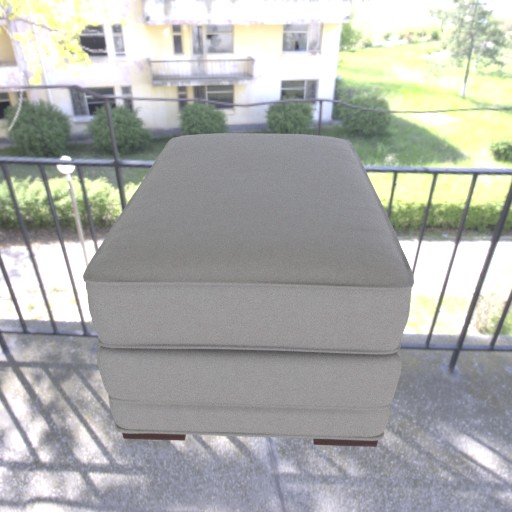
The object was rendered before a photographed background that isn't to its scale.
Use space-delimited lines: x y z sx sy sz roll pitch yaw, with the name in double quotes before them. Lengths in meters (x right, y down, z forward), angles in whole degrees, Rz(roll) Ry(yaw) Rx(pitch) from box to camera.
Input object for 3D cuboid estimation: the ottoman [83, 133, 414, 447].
"ottoman" 0.000 0.000 1.196 0.611 0.482 0.848 1 32 2
